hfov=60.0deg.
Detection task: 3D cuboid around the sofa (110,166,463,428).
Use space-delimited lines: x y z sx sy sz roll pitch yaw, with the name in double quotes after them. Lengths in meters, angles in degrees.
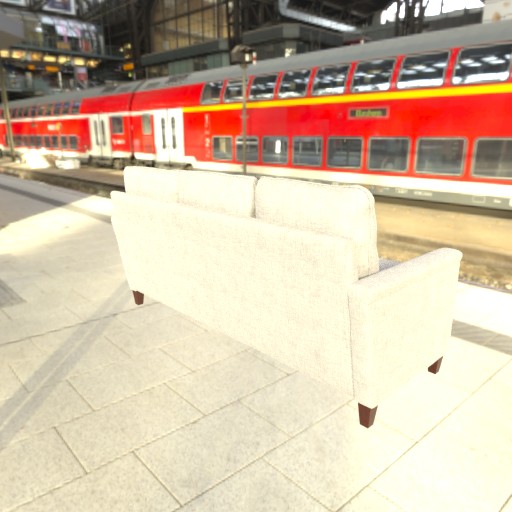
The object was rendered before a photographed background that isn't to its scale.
0.000 0.000 2.464 0.828 0.959 1.925 -15 21 -42 "sofa"
